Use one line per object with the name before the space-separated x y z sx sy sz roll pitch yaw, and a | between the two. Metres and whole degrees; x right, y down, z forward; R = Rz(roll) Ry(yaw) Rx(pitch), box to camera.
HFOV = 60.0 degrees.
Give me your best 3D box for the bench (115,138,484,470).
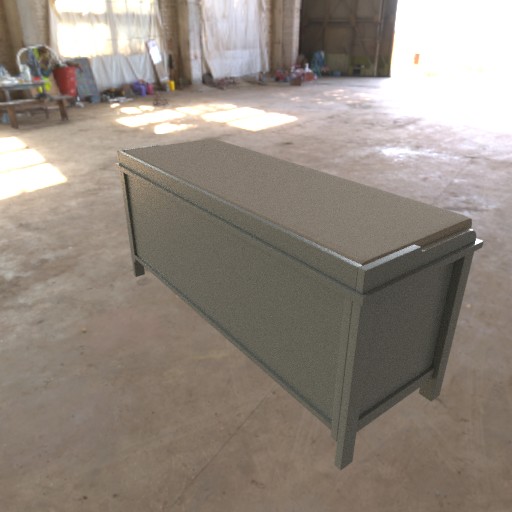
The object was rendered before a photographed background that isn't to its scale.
bench | 0.000 0.000 1.368 0.398 0.501 1.140 -18 32 -33
